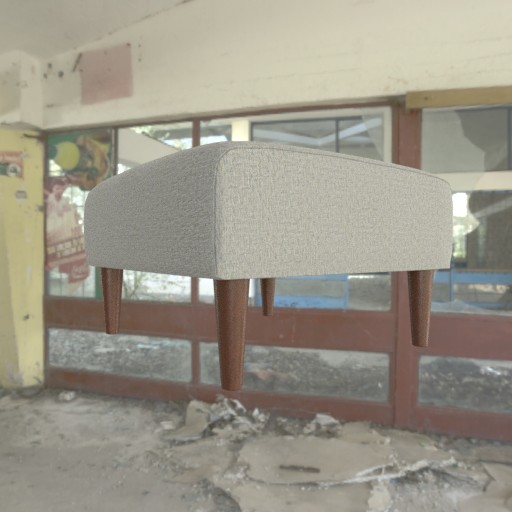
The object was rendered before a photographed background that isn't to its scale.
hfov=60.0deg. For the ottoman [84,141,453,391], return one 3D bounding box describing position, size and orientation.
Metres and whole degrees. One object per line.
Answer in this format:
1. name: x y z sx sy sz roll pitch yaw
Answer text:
1. ottoman: 0.000 0.000 1.061 0.648 0.399 0.655 -1 1 -37
